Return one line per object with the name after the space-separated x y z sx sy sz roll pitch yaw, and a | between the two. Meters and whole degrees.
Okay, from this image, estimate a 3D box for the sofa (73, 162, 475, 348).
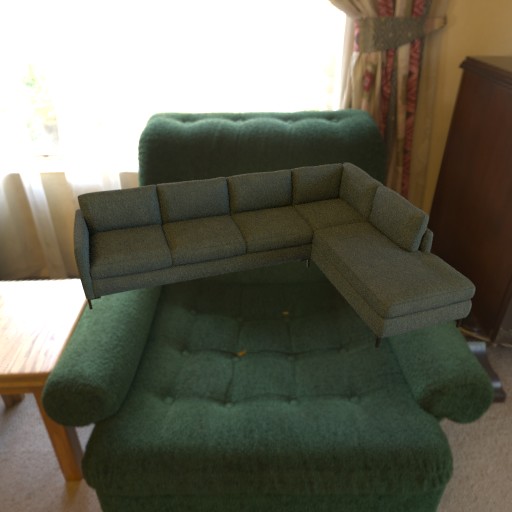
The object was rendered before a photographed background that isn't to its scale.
0.000 0.000 3.812 2.949 0.815 2.007 -10 33 -15 | sofa
